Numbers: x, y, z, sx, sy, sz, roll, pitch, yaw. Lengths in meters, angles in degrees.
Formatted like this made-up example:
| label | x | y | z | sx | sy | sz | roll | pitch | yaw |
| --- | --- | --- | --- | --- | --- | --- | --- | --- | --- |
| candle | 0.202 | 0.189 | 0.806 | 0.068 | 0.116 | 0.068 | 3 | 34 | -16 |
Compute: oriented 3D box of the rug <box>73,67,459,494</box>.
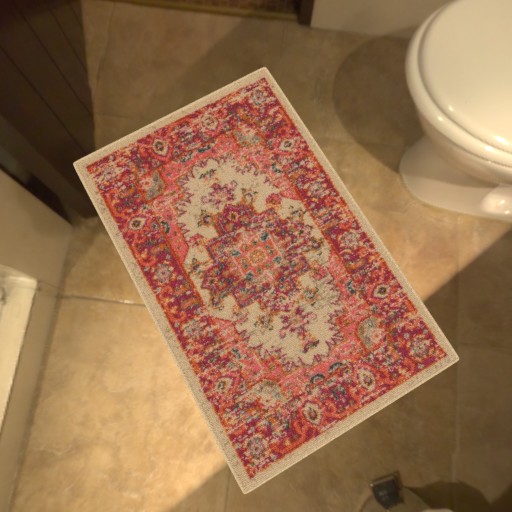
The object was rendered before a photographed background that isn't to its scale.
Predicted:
| label | x | y | z | sx | sy | sz | roll | pitch | yaw |
| --- | --- | --- | --- | --- | --- | --- | --- | --- | --- |
| rug | 0.000 | 0.000 | 1.046 | 0.556 | 0.004 | 0.868 | -29 | 78 | -7 |
